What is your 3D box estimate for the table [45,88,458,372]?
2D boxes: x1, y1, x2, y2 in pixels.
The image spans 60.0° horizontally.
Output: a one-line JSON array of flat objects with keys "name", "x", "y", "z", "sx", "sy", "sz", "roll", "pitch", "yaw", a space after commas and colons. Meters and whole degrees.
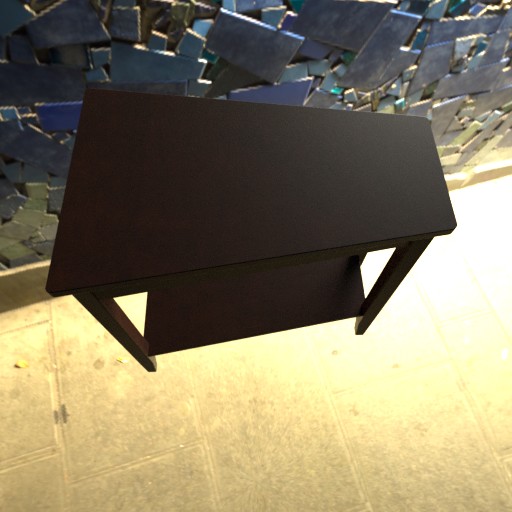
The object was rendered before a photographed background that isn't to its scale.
[{"name": "table", "x": 0.000, "y": 0.000, "z": 0.976, "sx": 0.605, "sy": 0.589, "sz": 0.399, "roll": -2, "pitch": 63, "yaw": -1}]
